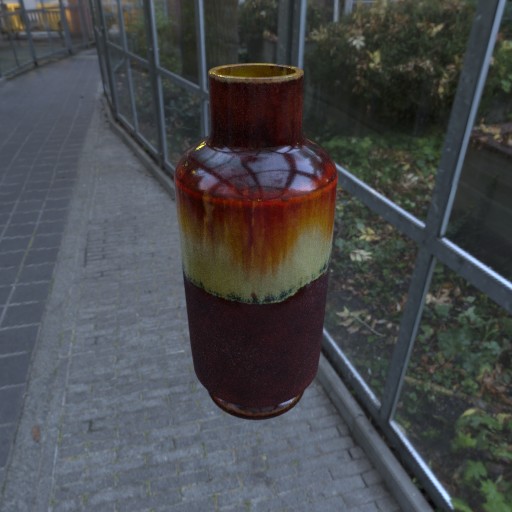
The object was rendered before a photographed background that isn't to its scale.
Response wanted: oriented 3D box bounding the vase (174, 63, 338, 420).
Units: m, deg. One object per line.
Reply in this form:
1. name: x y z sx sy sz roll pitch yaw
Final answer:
1. vase: 0.000 0.000 0.334 0.111 0.261 0.111 0 31 0
